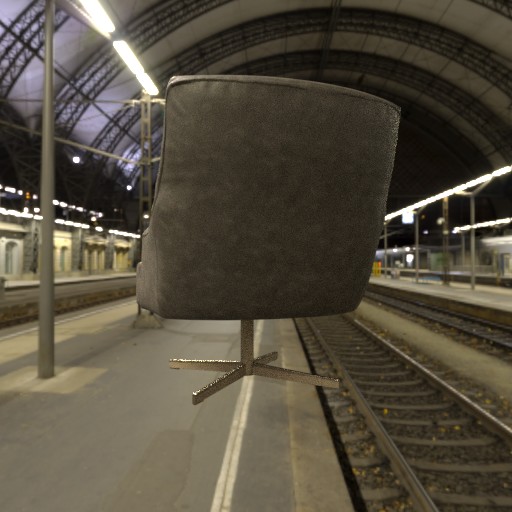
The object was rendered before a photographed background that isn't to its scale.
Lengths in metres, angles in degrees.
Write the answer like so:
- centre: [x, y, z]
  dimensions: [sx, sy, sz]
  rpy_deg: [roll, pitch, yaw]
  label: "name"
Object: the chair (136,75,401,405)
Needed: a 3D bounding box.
- centre: [0.000, 0.000, 1.497]
  dimensions: [0.738, 0.870, 0.874]
  rpy_deg: [0, -1, -19]
  label: "chair"
